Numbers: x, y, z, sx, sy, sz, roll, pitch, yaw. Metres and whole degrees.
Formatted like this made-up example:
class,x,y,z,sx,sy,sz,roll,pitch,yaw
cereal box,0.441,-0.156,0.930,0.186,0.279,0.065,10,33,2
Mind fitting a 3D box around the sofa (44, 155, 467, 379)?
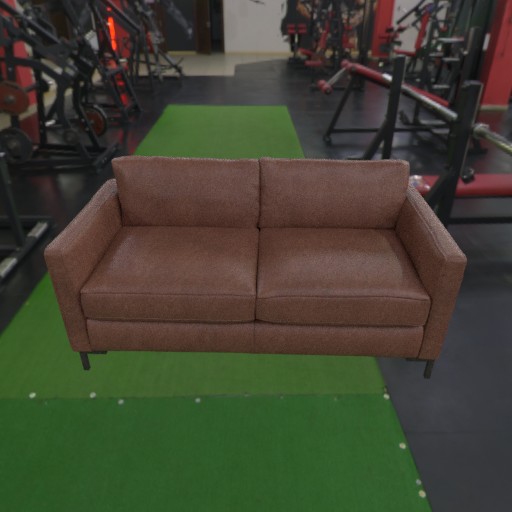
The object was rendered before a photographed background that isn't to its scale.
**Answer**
class,x,y,z,sx,sy,sz,roll,pitch,yaw
sofa,0.000,0.000,2.291,1.797,0.883,0.899,1,30,1
